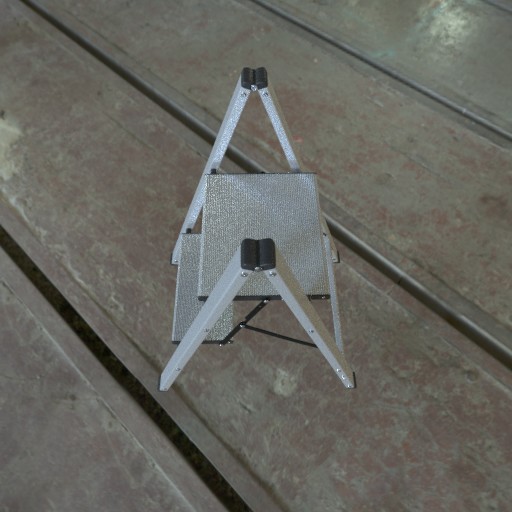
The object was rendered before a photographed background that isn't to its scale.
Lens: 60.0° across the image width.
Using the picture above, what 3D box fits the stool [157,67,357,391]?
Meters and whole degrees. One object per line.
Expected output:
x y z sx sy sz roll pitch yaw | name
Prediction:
0.000 0.000 1.015 0.535 0.670 0.440 -1 59 0 | stool
